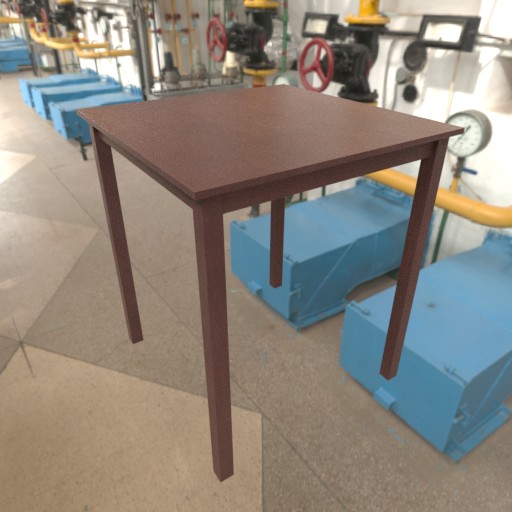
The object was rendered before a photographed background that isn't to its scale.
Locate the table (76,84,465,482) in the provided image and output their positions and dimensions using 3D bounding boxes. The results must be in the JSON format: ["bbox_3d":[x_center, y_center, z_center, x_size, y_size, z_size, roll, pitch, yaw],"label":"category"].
[{"bbox_3d":[0.000,0.000,1.620,0.861,0.991,0.861,-19,35,-29],"label":"table"}]
